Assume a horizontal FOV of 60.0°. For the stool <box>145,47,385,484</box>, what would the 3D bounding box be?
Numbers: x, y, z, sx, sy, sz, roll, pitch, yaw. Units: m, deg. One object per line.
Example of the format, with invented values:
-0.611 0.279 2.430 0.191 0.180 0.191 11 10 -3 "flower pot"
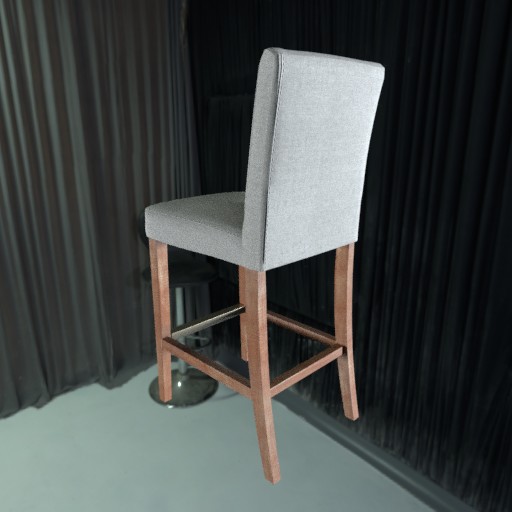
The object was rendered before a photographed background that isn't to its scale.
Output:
0.000 0.000 1.360 0.439 1.088 0.570 -16 23 -42 "stool"
